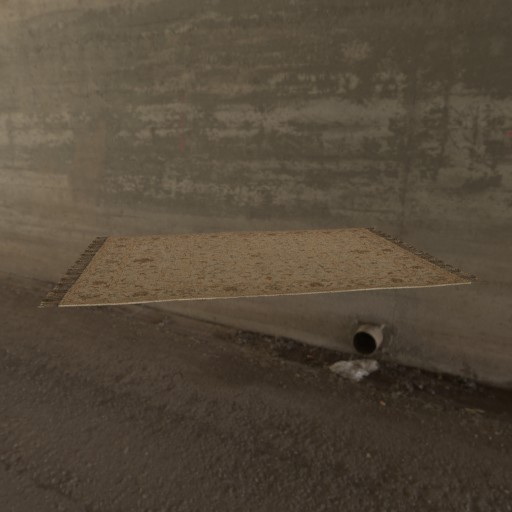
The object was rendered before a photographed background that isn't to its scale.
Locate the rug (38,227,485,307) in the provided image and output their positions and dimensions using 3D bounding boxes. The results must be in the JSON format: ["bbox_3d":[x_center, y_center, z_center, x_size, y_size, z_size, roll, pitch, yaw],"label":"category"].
[{"bbox_3d":[0.000,0.000,2.373,1.861,0.017,1.218,-2,15,-9],"label":"rug"}]
